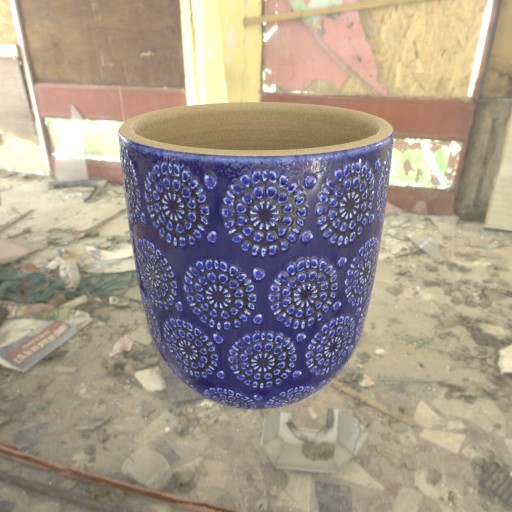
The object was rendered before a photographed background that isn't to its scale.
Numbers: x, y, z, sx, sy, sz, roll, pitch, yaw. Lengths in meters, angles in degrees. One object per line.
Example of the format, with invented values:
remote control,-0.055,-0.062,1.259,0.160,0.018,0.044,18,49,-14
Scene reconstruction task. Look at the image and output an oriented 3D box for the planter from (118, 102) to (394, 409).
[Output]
planter,0.000,0.000,0.347,0.184,0.206,0.184,0,27,0
